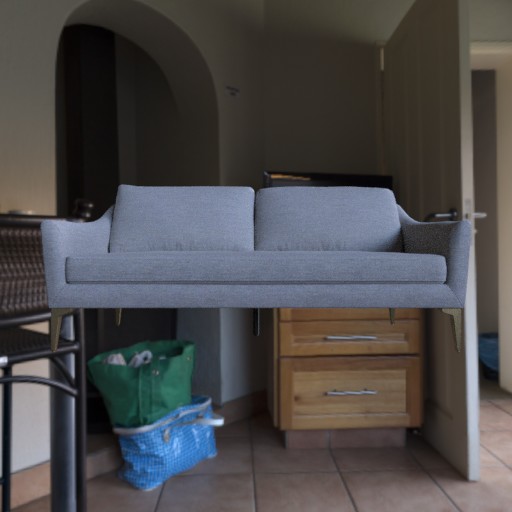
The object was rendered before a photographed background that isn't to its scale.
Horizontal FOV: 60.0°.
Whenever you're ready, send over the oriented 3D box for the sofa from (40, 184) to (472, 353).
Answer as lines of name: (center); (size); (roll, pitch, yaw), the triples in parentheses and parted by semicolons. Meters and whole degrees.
sofa: (0.000, 0.000, 2.544); (2.036, 0.913, 0.980); (0, 0, 0)
